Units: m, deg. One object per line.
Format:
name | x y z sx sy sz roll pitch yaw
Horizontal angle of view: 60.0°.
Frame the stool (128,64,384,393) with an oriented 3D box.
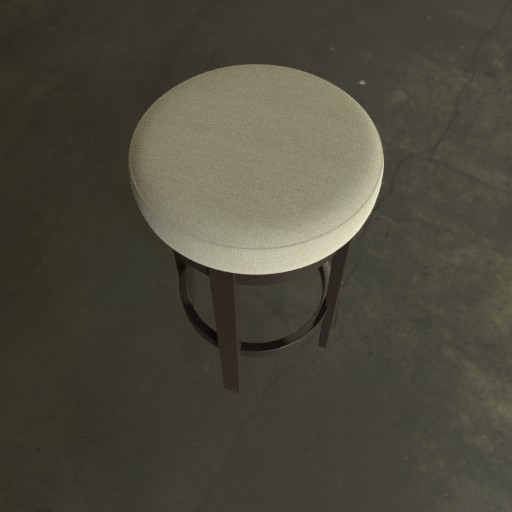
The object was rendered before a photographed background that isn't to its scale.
stool | 0.000 0.000 1.033 0.446 0.758 0.446 0 58 0
